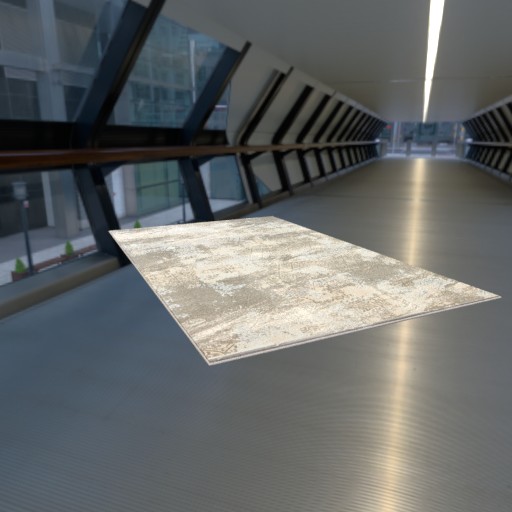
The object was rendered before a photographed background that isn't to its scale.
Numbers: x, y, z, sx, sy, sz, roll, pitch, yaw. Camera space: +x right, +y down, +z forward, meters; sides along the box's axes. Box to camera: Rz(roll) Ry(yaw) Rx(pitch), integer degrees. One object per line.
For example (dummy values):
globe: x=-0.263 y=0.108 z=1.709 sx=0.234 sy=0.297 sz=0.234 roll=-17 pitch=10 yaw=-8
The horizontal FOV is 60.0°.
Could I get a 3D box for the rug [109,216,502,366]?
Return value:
rug: x=0.000 y=0.000 z=2.933 sx=1.536 sy=0.012 sz=2.431 roll=-7 pitch=17 yaw=-25
